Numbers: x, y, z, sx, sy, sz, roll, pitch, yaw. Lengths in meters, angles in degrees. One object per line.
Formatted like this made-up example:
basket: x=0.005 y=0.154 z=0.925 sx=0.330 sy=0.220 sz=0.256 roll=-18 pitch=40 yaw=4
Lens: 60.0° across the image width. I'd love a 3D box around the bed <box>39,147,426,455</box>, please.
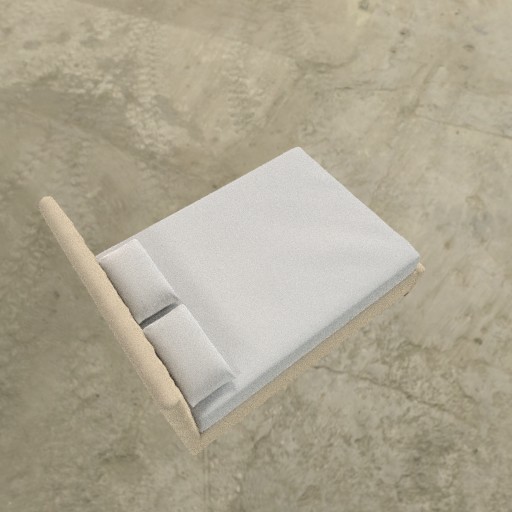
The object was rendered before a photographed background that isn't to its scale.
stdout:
bed: x=0.000 y=0.000 z=3.518 sx=2.387 sy=1.427 sz=1.698 roll=-32 pitch=63 yaw=-19
